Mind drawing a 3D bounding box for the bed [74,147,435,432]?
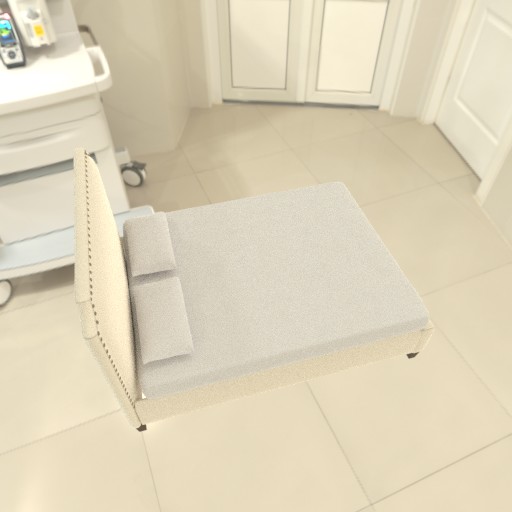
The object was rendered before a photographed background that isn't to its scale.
[{"bbox_3d":[0.000,0.000,3.477,2.372,1.497,1.712,-12,49,-11],"label":"bed"}]
